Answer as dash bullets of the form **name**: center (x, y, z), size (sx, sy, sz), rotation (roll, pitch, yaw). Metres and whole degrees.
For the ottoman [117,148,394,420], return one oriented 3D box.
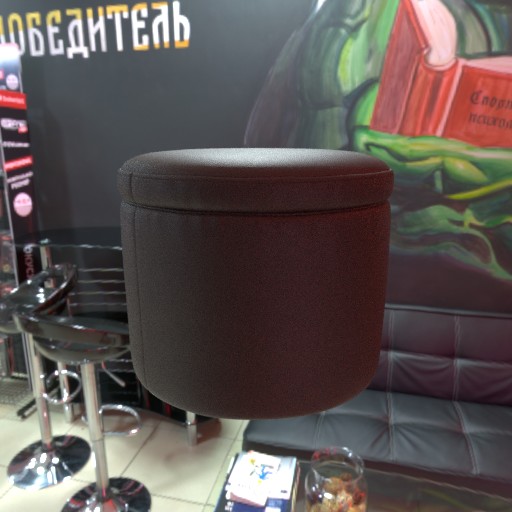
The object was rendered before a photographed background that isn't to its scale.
- **ottoman**: center (0.000, 0.000, 0.870), size (0.500, 0.409, 0.500), rotation (0, 14, 0)
